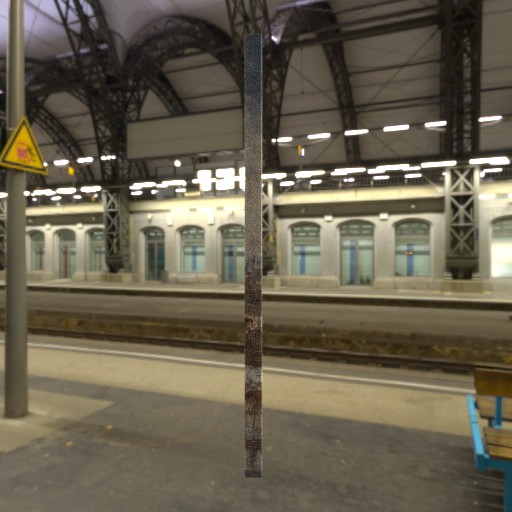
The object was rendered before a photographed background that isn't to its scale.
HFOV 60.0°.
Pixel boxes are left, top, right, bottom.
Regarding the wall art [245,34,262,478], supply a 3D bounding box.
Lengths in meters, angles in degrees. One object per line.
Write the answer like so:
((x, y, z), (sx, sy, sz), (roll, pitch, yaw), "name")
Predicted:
((0.000, 0.000, 1.338), (0.035, 0.897, 0.888), (0, 0, 1), "wall art")
